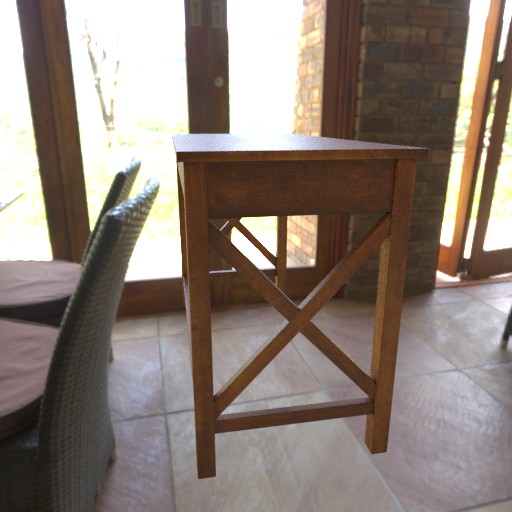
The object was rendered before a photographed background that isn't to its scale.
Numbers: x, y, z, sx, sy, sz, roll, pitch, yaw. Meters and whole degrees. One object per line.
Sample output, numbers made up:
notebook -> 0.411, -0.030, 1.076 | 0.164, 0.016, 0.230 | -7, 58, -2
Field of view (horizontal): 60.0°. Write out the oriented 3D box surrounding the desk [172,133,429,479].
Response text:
desk -> 0.000, 0.000, 1.489 | 0.508, 0.762, 1.117 | -3, 17, -10
